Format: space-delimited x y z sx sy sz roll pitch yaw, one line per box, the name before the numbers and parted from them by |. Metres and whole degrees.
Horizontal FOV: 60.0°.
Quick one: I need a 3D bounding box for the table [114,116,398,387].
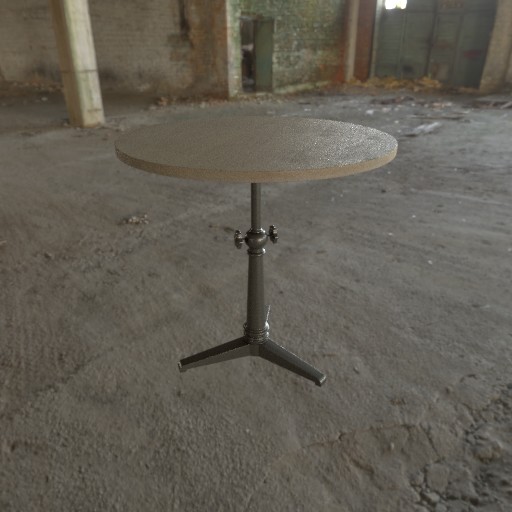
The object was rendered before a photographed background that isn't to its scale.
table | 0.000 0.000 1.470 0.800 0.780 0.800 0 26 0
